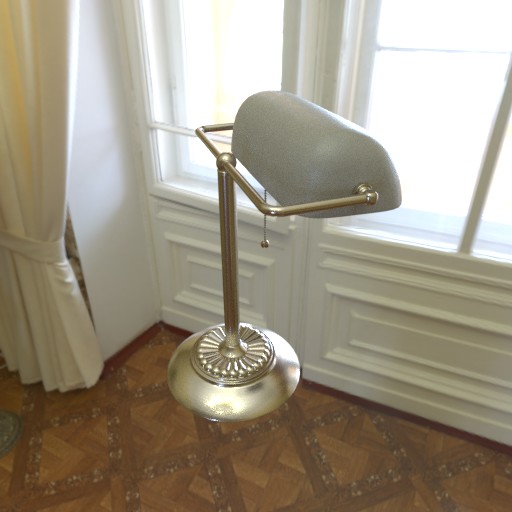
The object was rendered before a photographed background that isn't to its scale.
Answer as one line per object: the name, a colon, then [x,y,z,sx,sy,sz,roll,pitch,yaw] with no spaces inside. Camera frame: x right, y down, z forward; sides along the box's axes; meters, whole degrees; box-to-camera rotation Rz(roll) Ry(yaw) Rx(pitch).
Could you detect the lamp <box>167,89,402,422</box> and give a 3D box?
lamp: [0.000,0.000,0.521,0.243,0.339,0.264,-10,33,-17]
